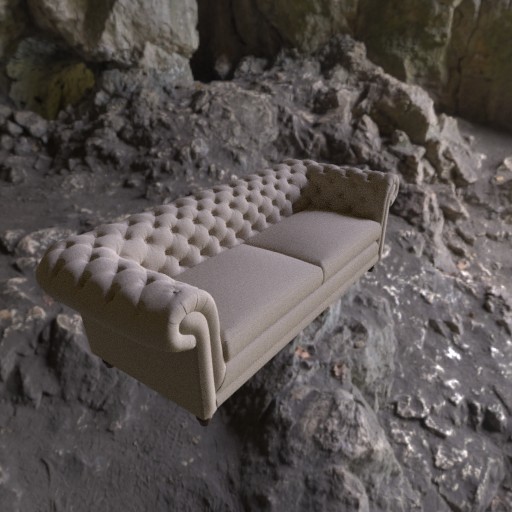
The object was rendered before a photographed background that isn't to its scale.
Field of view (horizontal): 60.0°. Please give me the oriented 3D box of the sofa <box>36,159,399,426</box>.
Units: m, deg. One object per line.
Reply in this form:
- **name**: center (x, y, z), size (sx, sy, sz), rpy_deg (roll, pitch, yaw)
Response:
- **sofa**: center (0.000, 0.000, 3.106), size (1.076, 0.847, 2.694), rpy_deg (17, 30, 32)
